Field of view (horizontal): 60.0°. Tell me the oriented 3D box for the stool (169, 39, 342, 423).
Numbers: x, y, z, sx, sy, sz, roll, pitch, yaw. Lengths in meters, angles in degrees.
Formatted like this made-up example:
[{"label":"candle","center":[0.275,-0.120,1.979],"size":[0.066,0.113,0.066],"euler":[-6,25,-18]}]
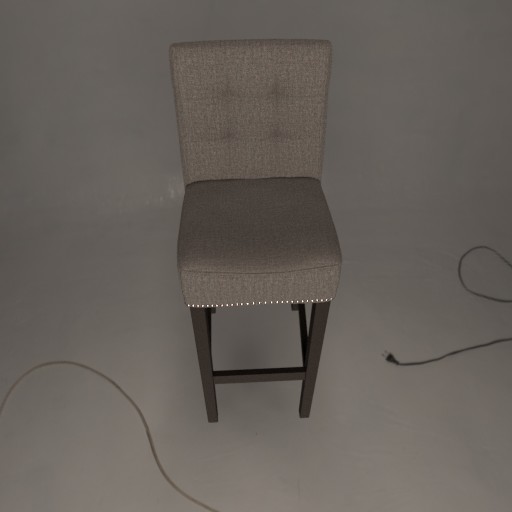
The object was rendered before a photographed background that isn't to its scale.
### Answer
[{"label":"stool","center":[0.000,0.000,1.310],"size":[0.411,1.047,0.548],"euler":[-2,47,-2]}]
